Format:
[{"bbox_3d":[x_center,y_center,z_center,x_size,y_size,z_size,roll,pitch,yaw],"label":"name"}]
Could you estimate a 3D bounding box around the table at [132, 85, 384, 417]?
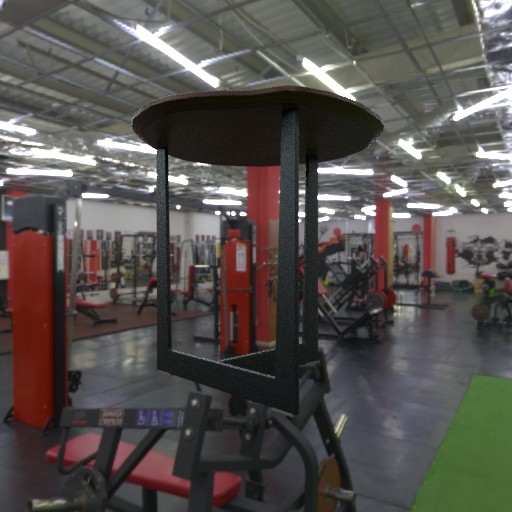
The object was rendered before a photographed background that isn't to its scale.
[{"bbox_3d":[0.000,0.000,0.866,0.477,0.476,0.494,0,0,34],"label":"table"}]
